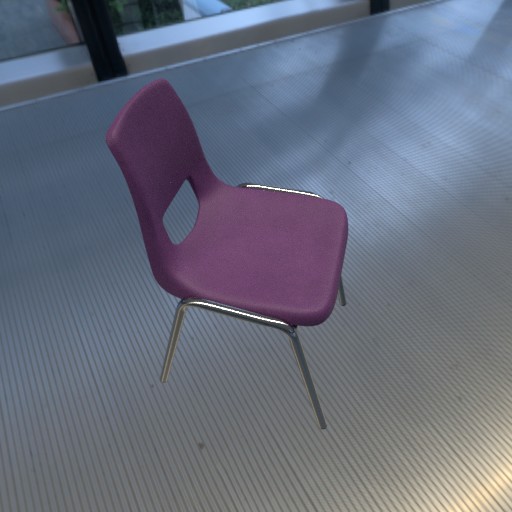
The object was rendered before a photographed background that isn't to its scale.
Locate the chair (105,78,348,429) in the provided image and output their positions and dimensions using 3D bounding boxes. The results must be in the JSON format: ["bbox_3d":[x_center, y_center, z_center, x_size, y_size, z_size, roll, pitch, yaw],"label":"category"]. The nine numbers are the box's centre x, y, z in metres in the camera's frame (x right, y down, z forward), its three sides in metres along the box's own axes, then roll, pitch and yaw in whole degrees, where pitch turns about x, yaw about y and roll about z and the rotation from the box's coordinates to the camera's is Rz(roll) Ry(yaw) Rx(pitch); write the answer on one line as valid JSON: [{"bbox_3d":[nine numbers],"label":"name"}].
[{"bbox_3d":[0.000,0.000,0.935,0.432,0.654,0.381,11,48,10],"label":"chair"}]
